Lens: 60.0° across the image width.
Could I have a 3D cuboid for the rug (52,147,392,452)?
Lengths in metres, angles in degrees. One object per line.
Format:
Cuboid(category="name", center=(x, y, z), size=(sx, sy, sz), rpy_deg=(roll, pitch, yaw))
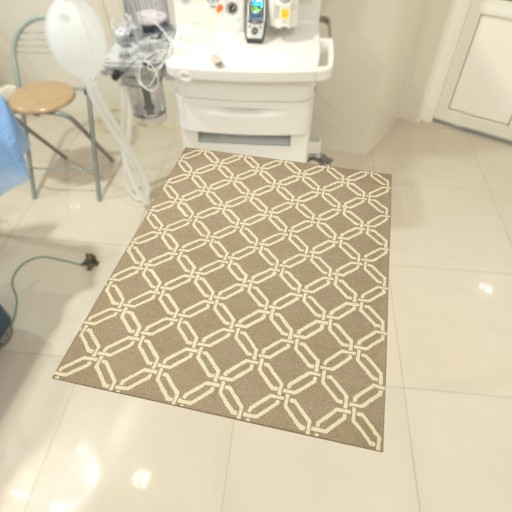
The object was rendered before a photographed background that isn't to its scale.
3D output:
Cuboid(category="rug", center=(0.000, 0.000, 3.890), size=(2.288, 0.018, 2.895), rpy_deg=(9, 48, 9))
